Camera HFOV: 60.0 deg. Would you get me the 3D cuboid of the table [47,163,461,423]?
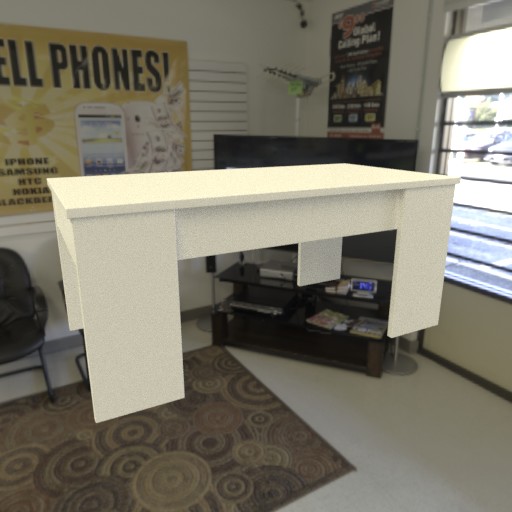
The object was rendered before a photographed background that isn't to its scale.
[{"bbox_3d":[0.000,0.000,1.257,1.000,0.440,0.500,-9,19,-27],"label":"table"}]
